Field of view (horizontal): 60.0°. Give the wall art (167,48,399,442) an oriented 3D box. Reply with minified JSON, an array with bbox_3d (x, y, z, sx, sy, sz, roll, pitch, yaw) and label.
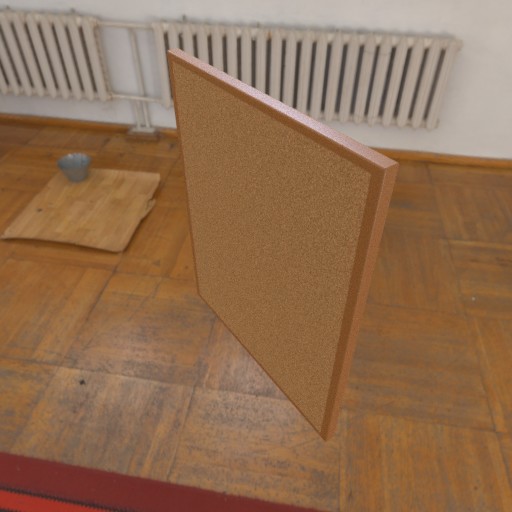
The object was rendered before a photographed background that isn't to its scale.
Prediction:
[{"bbox_3d":[0.000,0.000,0.749,0.022,0.553,0.452,-26,47,-26],"label":"wall art"}]
